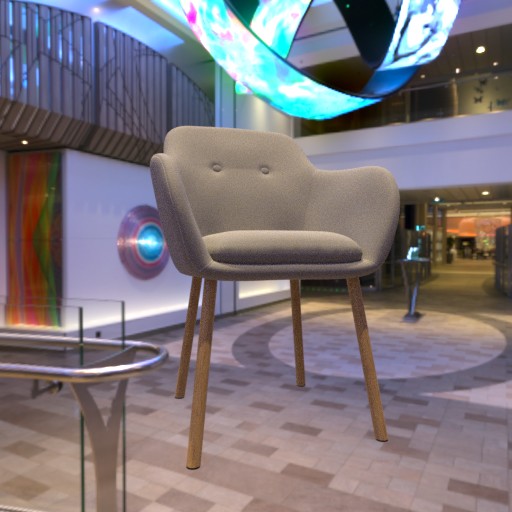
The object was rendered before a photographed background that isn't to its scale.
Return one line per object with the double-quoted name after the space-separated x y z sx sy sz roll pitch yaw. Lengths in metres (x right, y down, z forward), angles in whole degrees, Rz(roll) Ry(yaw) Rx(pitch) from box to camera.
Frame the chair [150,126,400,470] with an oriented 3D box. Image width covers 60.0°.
0.000 0.000 1.209 0.570 0.830 0.590 0 1 -17 "chair"
